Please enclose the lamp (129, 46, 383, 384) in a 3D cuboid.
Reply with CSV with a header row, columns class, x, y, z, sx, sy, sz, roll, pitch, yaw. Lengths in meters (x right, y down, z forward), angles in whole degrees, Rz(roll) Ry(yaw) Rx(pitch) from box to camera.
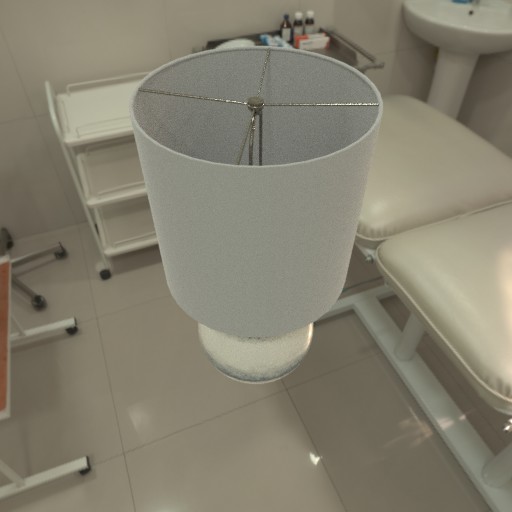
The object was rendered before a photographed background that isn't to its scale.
class,x,y,z,sx,sy,sz,roll,pitch,yaw
lamp,0.000,0.000,0.530,0.216,0.404,0.216,-17,48,-15
